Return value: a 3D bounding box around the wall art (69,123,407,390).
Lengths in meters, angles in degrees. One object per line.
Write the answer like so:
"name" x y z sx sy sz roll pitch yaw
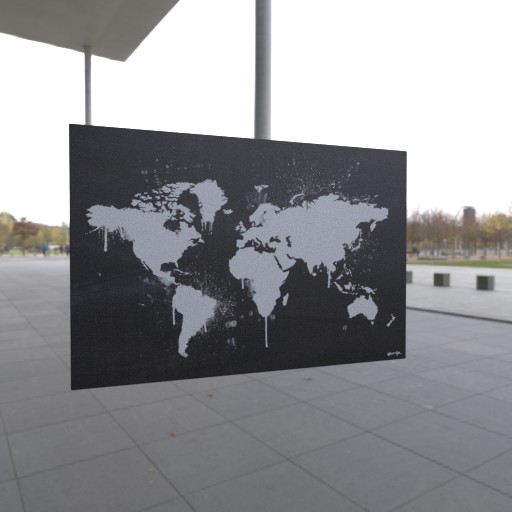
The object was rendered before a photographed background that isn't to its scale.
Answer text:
"wall art" 0.000 0.000 0.788 0.610 0.409 0.038 0 1 -19
